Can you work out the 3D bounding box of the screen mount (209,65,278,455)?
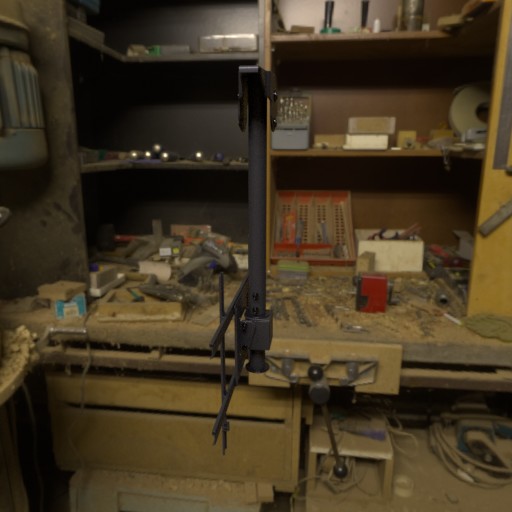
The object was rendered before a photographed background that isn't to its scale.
[{"bbox_3d":[0.000,0.000,1.017,0.090,0.775,0.595,2,15,8],"label":"screen mount"}]
